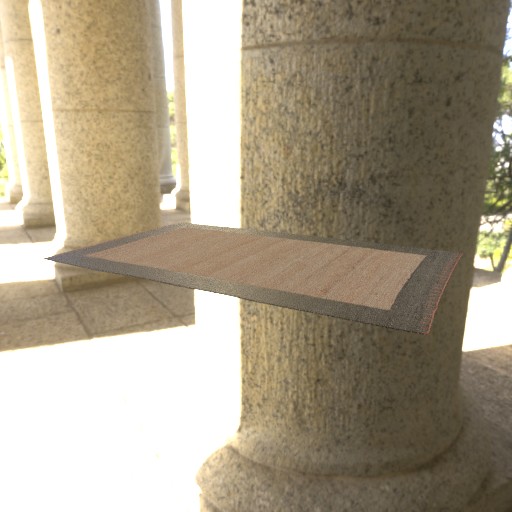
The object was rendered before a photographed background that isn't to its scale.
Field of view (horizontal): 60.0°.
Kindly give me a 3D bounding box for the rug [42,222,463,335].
[{"bbox_3d":[0.000,0.000,2.996,2.435,0.006,1.521,8,17,28],"label":"rug"}]
